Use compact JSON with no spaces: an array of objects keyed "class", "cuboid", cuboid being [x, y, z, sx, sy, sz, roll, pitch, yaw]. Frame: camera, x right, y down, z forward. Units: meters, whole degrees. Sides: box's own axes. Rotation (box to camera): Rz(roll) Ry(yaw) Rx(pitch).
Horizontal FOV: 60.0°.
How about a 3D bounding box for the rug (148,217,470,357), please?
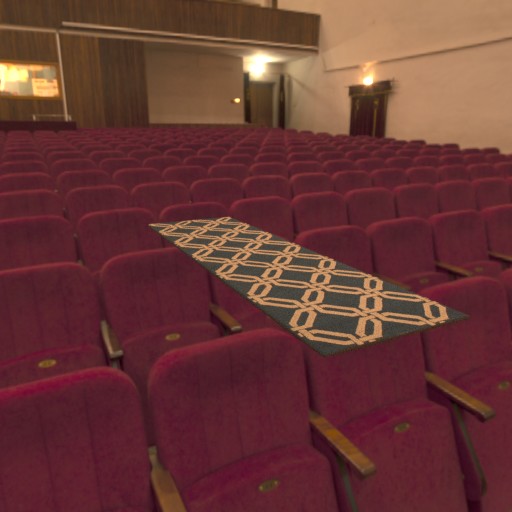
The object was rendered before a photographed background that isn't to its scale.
[{"class":"rug","cuboid":[0.000,0.000,2.517,0.678,0.014,2.276,-8,18,-26]}]
